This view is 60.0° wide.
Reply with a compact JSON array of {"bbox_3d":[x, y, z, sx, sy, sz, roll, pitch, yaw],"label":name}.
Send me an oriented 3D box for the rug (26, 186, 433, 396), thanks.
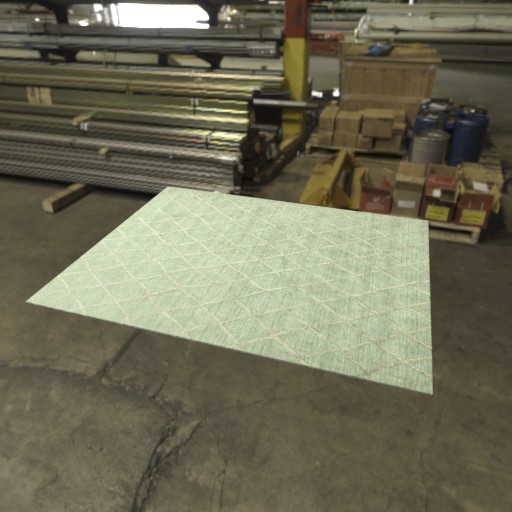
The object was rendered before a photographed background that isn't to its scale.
[{"bbox_3d":[0.000,0.000,4.077,3.039,0.019,2.420,9,33,15],"label":"rug"}]
